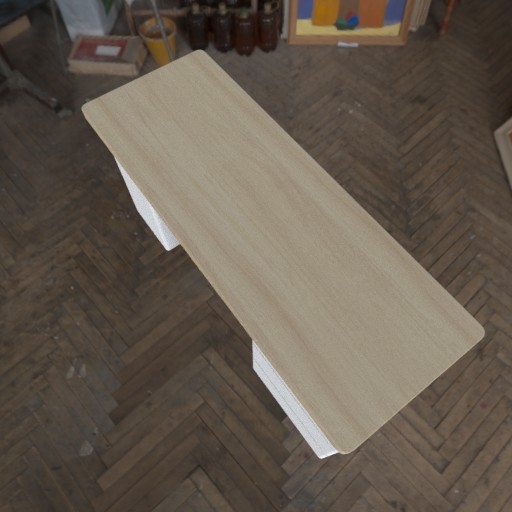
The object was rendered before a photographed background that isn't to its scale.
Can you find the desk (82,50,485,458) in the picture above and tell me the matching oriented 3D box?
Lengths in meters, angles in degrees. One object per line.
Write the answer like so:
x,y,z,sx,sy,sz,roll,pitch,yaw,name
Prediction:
0.000,0.000,1.805,0.550,0.755,1.500,-33,68,-16,desk
